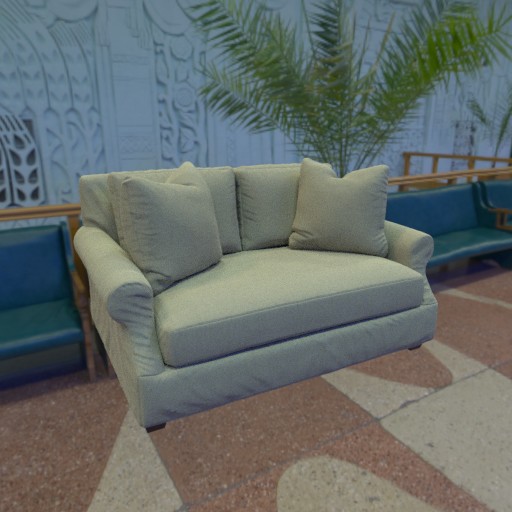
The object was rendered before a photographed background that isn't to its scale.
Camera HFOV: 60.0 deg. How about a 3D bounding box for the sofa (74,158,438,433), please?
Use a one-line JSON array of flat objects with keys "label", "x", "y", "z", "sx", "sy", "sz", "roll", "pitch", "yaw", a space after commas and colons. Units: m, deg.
[{"label": "sofa", "x": 0.000, "y": 0.000, "z": 2.153, "sx": 1.550, "sy": 0.905, "sz": 1.070, "roll": -9, "pitch": 19, "yaw": -27}]
